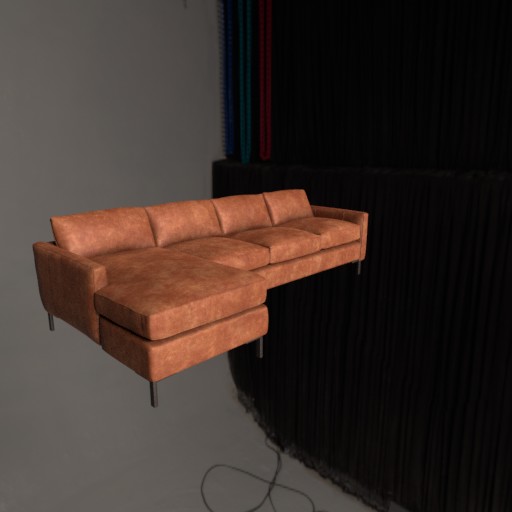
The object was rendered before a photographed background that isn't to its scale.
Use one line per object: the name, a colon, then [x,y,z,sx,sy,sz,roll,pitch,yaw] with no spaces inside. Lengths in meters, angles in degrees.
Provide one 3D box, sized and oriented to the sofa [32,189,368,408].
sofa: [0.000,0.000,3.670,1.471,0.859,2.993,13,19,43]
